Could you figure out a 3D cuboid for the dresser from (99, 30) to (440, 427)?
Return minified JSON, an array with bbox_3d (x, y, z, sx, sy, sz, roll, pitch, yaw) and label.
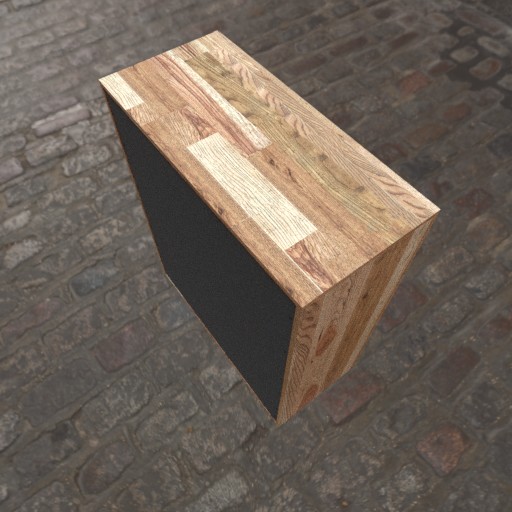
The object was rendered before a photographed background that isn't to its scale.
[{"bbox_3d":[0.000,0.000,1.745,0.480,1.243,0.966,-32,63,-19],"label":"dresser"}]
